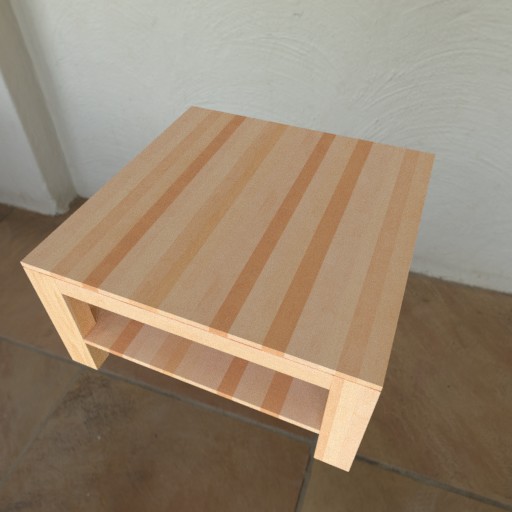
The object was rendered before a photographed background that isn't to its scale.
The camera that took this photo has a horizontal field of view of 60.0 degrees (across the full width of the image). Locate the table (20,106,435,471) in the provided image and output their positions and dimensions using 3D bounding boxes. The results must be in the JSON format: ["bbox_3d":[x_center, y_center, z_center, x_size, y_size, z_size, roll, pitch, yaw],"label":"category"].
[{"bbox_3d":[0.000,0.000,1.434,0.900,0.450,0.900,16,47,16],"label":"table"}]
